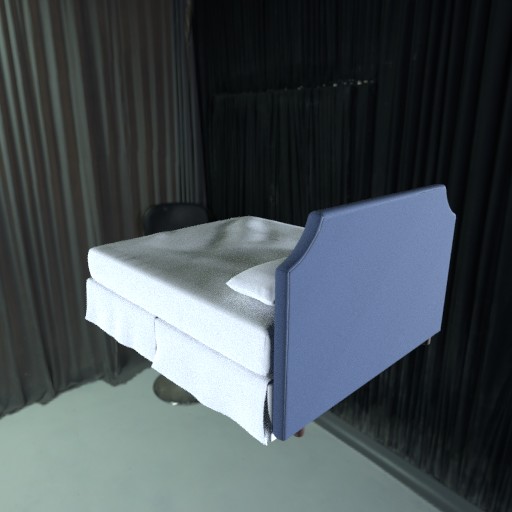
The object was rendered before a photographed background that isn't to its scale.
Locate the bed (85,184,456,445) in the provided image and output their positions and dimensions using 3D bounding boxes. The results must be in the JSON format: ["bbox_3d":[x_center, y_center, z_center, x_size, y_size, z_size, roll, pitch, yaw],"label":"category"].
[{"bbox_3d":[0.000,0.000,4.229,2.350,1.488,2.773,-16,23,-41],"label":"bed"}]
